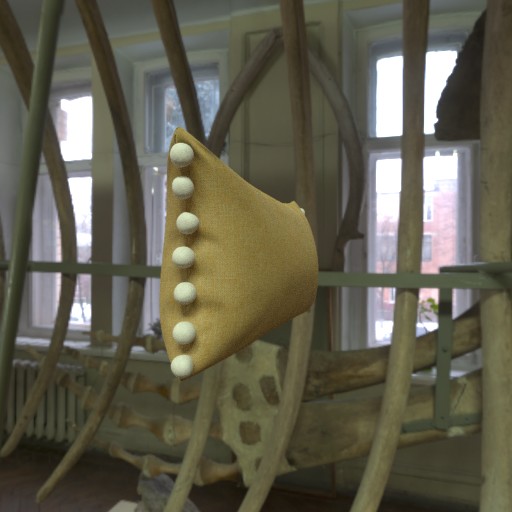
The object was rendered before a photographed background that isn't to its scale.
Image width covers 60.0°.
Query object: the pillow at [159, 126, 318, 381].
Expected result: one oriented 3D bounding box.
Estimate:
[{"bbox_3d":[0.000,0.000,0.865,0.201,0.322,0.709,0,0,18],"label":"pillow"}]
